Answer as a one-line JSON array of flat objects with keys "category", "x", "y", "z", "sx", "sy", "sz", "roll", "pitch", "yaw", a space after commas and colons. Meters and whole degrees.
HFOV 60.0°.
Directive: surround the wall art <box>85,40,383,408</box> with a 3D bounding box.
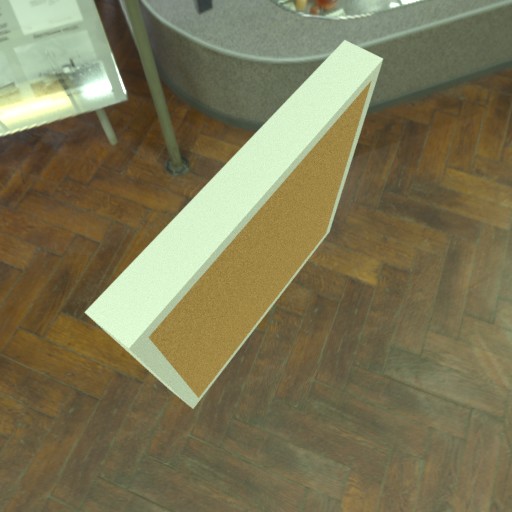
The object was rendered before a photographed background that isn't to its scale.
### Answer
[{"category": "wall art", "x": 0.000, "y": 0.000, "z": 0.459, "sx": 0.038, "sy": 0.302, "sz": 0.305, "roll": 34, "pitch": 69, "yaw": 15}]
